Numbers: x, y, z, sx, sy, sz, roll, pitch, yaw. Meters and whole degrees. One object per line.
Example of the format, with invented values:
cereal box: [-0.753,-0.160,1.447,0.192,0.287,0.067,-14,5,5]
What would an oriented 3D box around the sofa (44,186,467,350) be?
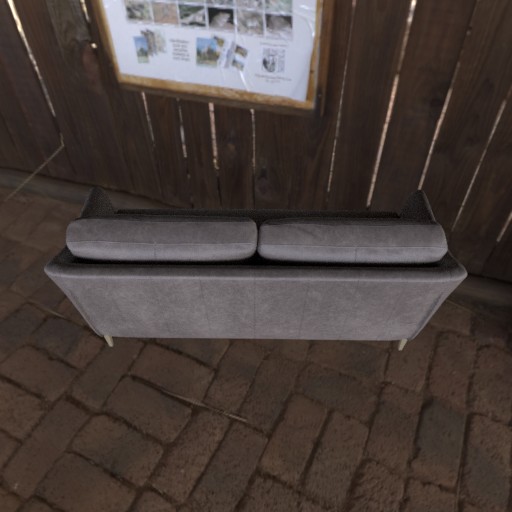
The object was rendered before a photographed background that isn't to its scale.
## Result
sofa: [0.000,0.000,2.486,2.036,0.902,0.960,1,45,1]
